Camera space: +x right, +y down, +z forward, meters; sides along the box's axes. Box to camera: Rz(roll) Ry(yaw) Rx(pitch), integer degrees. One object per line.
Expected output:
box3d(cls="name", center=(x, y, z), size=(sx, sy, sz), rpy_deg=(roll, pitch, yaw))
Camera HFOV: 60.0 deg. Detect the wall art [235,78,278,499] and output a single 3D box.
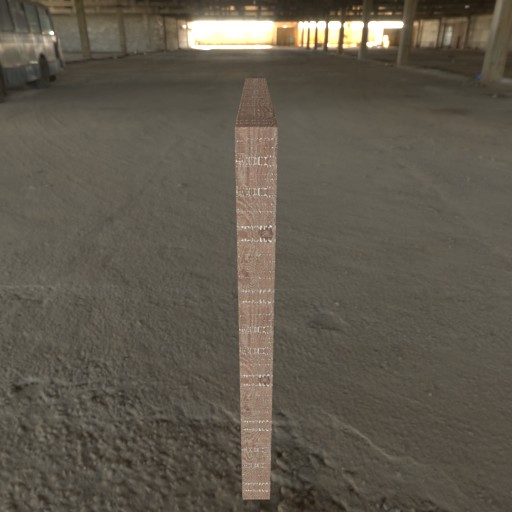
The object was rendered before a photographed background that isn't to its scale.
box3d(cls="wall art", center=(0.000, 0.000, 0.767), size=(0.040, 0.531, 0.531), rpy_deg=(0, 26, 0))
